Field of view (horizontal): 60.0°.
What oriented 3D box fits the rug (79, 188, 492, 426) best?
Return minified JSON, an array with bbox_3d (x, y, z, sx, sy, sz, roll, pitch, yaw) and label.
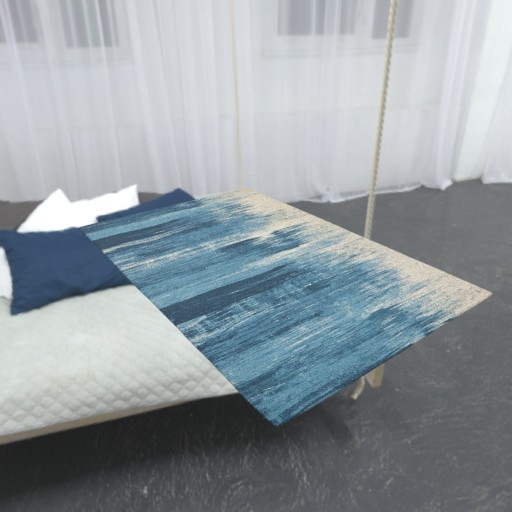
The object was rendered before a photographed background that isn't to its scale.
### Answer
[{"bbox_3d":[0.000,0.000,2.259,1.232,0.009,1.836,-19,32,-32],"label":"rug"}]
